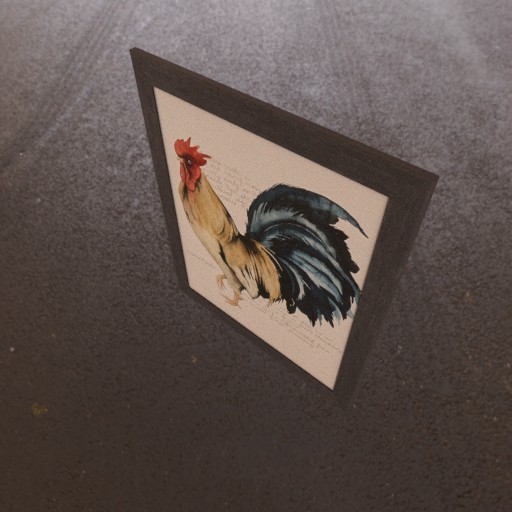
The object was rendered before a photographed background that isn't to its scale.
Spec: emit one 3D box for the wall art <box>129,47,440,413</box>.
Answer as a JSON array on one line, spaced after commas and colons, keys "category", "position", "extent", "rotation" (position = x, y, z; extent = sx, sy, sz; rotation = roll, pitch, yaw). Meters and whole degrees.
[{"category": "wall art", "position": [0.000, 0.000, 0.759], "extent": [0.476, 0.570, 0.013], "rotation": [32, 55, 26]}]
